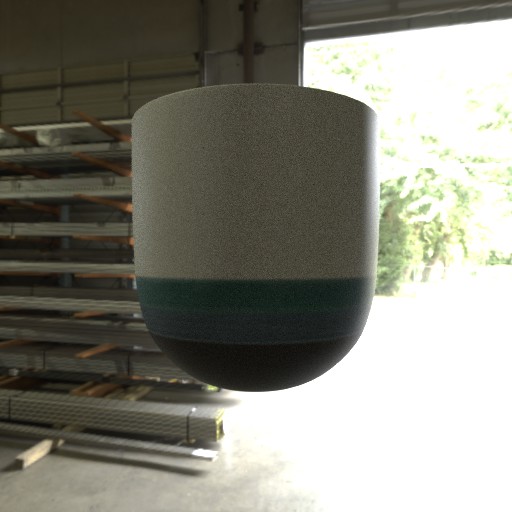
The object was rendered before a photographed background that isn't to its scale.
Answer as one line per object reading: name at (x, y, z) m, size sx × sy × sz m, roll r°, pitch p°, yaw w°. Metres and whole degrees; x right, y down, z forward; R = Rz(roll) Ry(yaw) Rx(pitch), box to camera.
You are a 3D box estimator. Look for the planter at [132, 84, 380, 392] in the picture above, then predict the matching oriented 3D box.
planter at (0.000, 0.000, 0.376) m, size 0.204 × 0.214 × 0.204 m, roll 0°, pitch 0°, yaw 0°
